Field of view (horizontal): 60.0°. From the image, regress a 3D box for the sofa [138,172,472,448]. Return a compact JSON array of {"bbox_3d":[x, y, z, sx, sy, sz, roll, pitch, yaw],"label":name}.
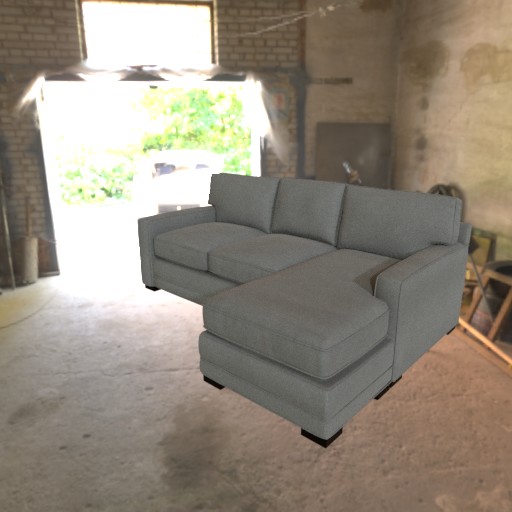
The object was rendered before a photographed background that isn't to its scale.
[{"bbox_3d":[0.000,0.000,2.801,2.087,0.861,1.496,14,22,40],"label":"sofa"}]
